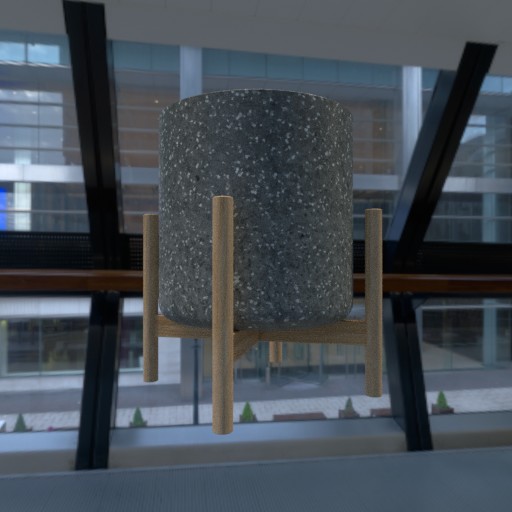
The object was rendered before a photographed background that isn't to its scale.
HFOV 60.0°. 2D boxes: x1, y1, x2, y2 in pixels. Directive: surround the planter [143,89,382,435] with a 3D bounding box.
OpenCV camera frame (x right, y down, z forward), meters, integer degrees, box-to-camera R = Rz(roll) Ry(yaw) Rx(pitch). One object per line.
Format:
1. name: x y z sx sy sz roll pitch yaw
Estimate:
1. planter: 0.000 0.000 0.707 0.360 0.419 0.360 0 0 35
